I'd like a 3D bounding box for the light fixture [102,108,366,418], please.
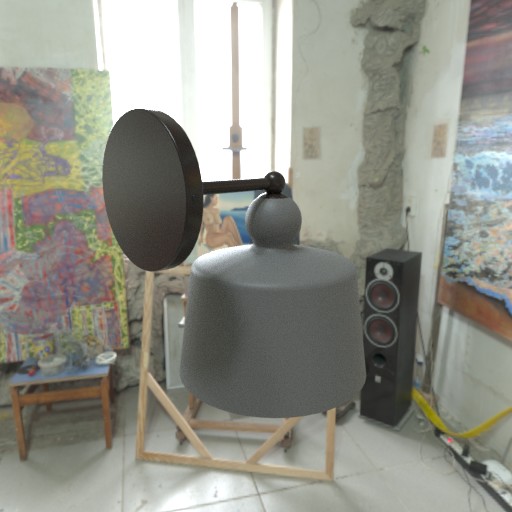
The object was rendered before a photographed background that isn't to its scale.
[{"bbox_3d":[0.000,0.000,0.447,0.254,0.268,0.204,-13,18,-43],"label":"light fixture"}]
